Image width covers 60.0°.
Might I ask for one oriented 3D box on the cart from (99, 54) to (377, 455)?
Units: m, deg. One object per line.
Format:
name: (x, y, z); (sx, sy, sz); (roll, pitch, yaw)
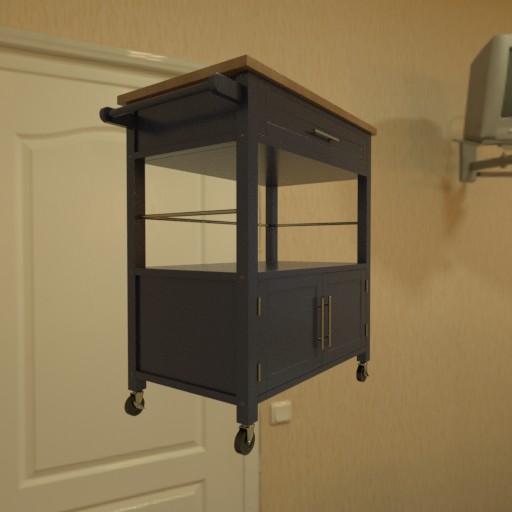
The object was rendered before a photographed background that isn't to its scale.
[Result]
cart: (0.000, 0.000, 1.388); (0.459, 0.901, 0.840); (1, 2, 36)
